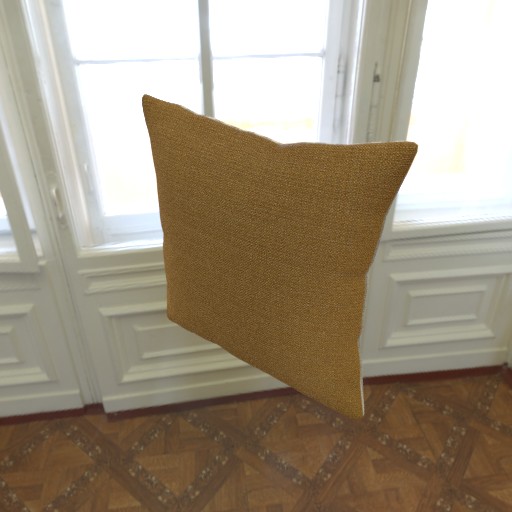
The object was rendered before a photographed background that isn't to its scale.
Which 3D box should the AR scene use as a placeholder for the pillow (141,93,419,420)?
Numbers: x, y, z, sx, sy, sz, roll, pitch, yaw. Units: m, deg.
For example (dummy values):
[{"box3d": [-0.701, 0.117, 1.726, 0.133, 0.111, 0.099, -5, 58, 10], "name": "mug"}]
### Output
[{"box3d": [0.000, 0.000, 0.685, 0.432, 0.437, 0.147, 20, 36, 30], "name": "pillow"}]
